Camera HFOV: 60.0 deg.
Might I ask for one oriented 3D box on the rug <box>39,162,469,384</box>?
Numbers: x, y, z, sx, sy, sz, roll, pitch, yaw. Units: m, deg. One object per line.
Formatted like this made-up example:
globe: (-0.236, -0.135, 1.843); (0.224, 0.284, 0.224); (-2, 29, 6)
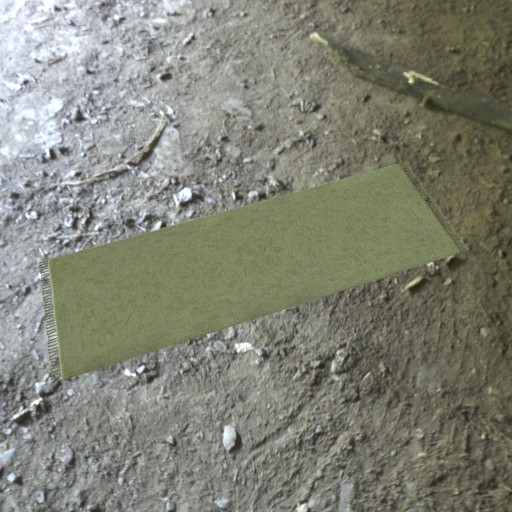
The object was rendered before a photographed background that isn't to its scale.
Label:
rug: (0.000, 0.000, 2.747); (2.544, 0.015, 0.795); (-16, 59, -10)
